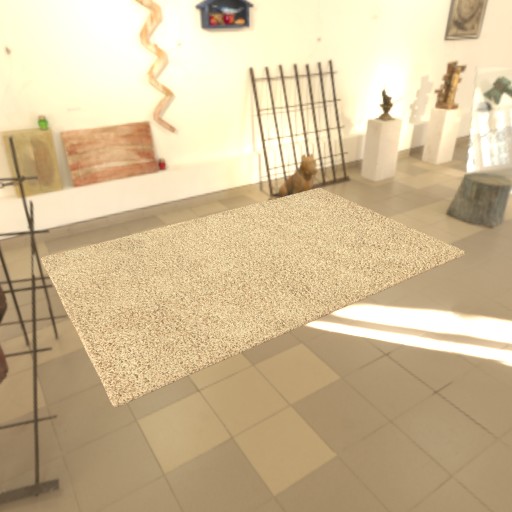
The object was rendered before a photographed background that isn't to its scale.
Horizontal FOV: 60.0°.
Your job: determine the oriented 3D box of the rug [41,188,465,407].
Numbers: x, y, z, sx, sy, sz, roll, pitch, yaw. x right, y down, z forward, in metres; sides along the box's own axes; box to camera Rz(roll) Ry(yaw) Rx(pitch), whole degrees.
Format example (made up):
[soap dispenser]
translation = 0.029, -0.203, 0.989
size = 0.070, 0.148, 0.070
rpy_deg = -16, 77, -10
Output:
[rug]
translation = 0.000, 0.000, 2.991
size = 2.438, 0.030, 1.524
rpy_deg = -18, 33, -29
